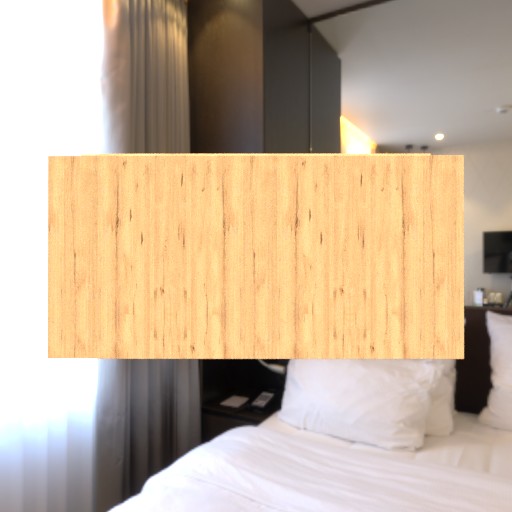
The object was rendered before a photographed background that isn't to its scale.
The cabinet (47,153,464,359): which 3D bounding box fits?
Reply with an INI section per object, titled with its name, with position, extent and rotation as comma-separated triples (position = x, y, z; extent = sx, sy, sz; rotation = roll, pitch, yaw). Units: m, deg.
[cabinet]
position = 0.000, 0.000, 3.116
extent = 1.950, 0.970, 2.080
rotation = 0, 0, 0
